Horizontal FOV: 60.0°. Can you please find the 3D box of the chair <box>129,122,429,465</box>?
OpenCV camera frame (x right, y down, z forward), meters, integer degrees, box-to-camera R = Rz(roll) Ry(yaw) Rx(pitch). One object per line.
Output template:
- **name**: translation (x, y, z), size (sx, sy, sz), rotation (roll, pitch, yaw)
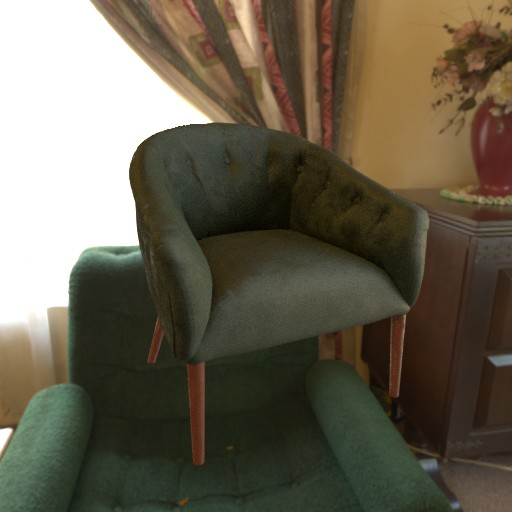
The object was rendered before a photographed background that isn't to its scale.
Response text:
- **chair**: translation (0.000, 0.000, 1.507), size (0.851, 0.885, 0.776), rotation (-8, 17, -26)
